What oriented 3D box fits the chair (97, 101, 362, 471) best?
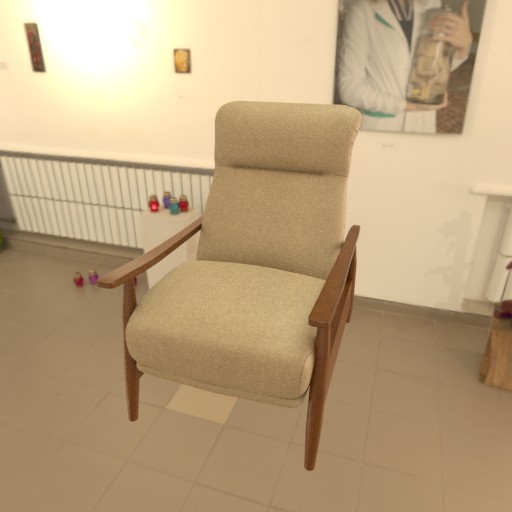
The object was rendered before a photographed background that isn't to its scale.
[{"bbox_3d":[0.000,0.000,1.801,0.762,1.082,1.030,8,27,16],"label":"chair"}]
